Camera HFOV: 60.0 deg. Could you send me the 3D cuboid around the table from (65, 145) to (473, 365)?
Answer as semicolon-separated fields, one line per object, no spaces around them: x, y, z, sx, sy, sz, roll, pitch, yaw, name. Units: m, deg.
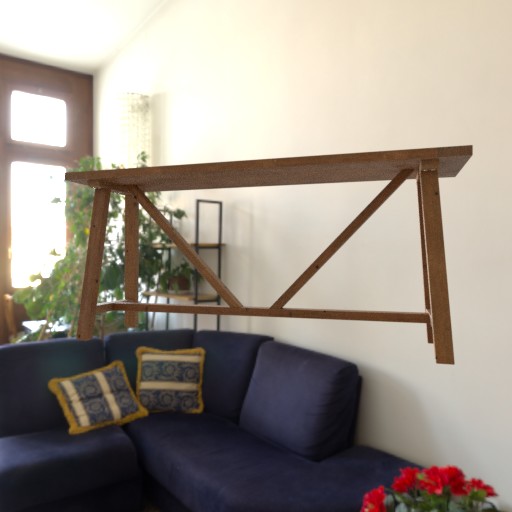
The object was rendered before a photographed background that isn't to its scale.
0.000;0.000;2.106;1.800;0.810;0.465;0;0;17;table
